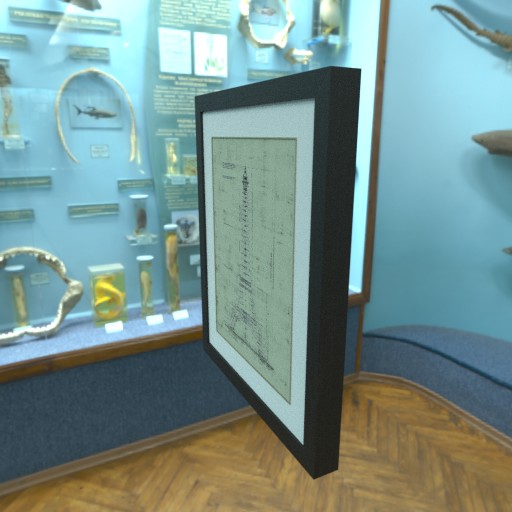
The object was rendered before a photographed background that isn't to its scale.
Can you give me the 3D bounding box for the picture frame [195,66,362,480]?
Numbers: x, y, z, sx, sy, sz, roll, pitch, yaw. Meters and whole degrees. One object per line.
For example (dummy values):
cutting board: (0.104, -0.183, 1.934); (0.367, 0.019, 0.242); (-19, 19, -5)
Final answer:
picture frame: (0.000, 0.000, 0.772); (0.044, 0.555, 0.452); (-8, 17, -26)
